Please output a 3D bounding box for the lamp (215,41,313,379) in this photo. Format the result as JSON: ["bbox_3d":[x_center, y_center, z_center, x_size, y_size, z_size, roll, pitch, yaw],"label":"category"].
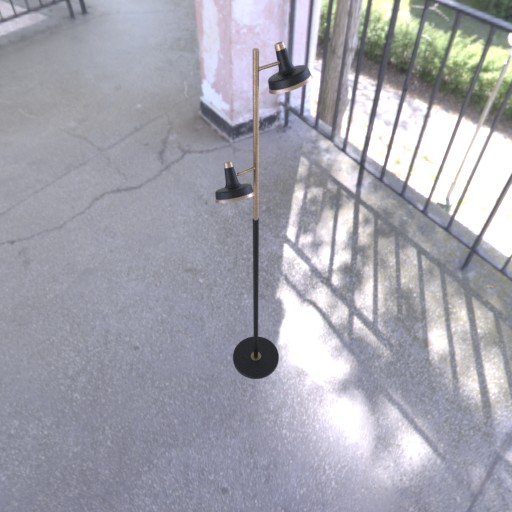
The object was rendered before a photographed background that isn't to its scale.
[{"bbox_3d":[0.000,0.000,1.827,0.351,1.674,0.253,-27,53,-22],"label":"lamp"}]
